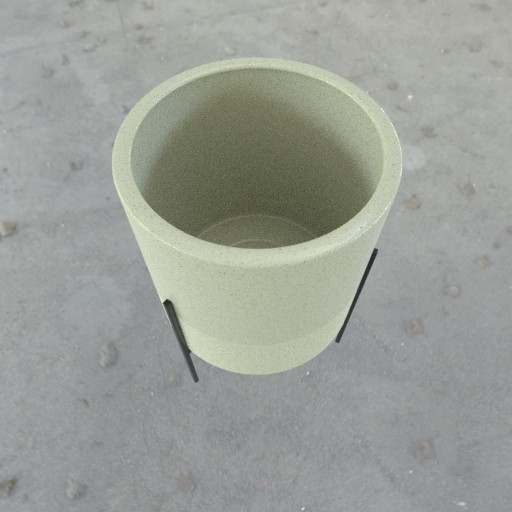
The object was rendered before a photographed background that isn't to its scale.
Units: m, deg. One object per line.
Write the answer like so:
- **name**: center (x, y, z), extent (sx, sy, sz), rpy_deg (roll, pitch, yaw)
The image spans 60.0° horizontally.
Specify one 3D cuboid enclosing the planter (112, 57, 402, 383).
- **planter**: center (0.000, 0.000, 0.685), extent (0.314, 0.475, 0.323), rpy_deg (-14, 59, -8)
